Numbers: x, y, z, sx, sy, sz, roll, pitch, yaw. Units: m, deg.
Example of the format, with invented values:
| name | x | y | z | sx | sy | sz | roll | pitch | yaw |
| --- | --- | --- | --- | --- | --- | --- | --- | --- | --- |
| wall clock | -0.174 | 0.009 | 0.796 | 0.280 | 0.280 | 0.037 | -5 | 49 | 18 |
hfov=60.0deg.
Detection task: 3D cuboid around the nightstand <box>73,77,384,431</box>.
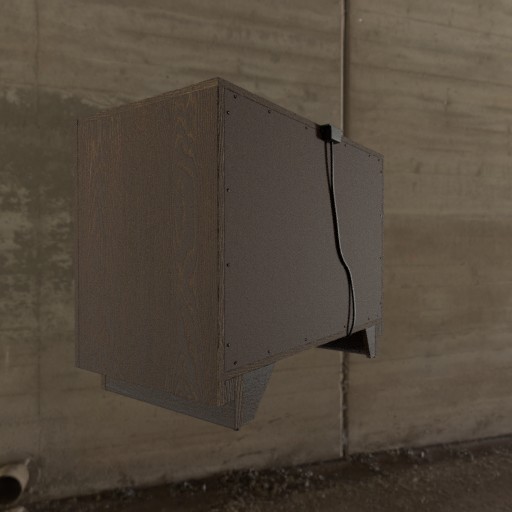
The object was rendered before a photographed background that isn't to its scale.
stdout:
| name | x | y | z | sx | sy | sz | roll | pitch | yaw |
| --- | --- | --- | --- | --- | --- | --- | --- | --- | --- |
| nightstand | 0.000 | 0.000 | 1.175 | 0.457 | 0.612 | 0.775 | 1 | 1 | 36 |
